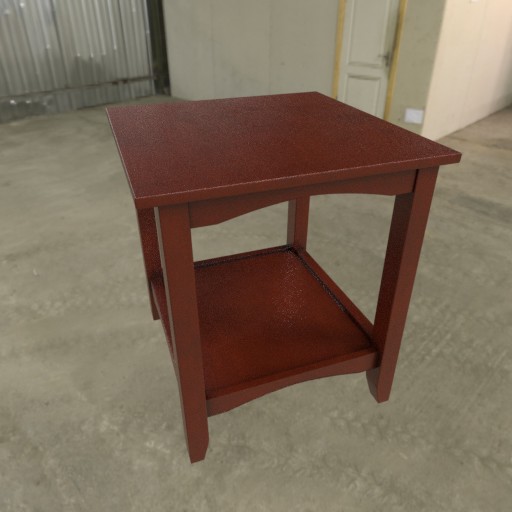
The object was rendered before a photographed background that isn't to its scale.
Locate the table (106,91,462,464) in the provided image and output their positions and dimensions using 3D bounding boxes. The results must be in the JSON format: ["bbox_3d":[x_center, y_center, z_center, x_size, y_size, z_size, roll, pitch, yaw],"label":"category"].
[{"bbox_3d":[0.000,0.000,0.961,0.522,0.558,0.523,-9,33,-15],"label":"table"}]
